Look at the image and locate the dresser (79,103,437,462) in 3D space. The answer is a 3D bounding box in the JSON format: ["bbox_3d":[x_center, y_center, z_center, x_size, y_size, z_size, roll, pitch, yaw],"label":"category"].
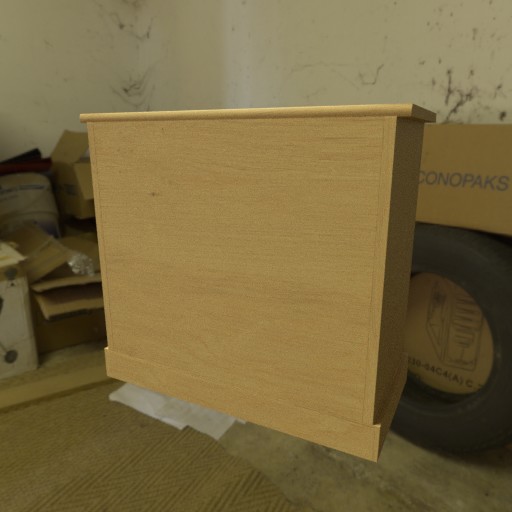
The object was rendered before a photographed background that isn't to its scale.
[{"bbox_3d":[0.000,0.000,1.365,0.915,0.835,0.440,8,17,26],"label":"dresser"}]
